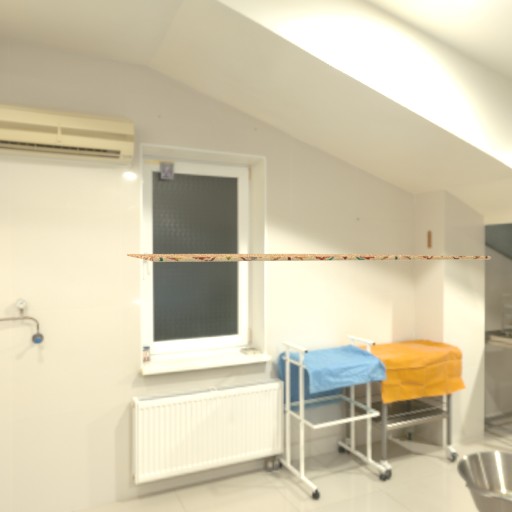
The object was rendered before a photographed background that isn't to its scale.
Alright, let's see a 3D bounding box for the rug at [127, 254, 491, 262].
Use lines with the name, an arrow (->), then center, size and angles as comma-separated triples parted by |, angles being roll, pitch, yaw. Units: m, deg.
rug -> 0.000, 0.000, 2.315 | 1.226, 0.013, 1.838 | 0, 1, -18
